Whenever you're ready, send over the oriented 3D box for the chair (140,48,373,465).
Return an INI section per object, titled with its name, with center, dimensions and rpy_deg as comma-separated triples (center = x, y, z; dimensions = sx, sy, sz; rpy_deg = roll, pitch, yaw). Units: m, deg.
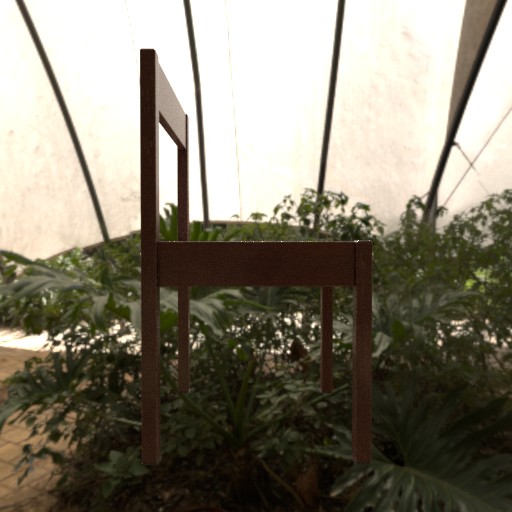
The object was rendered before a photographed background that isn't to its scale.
[chair]
center = 0.000, 0.000, 0.679
dimensions = 0.285, 0.505, 0.285
rpy_deg = 0, 1, 0
